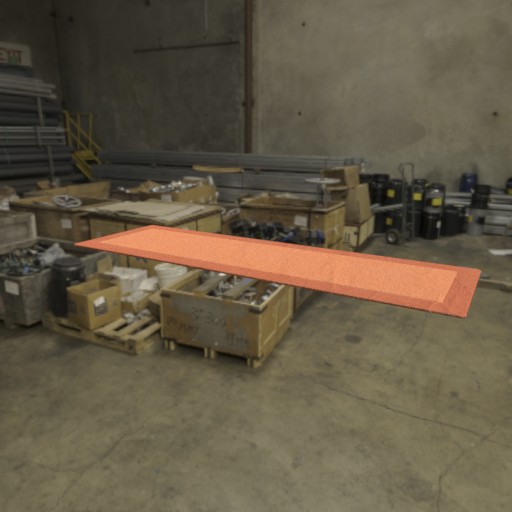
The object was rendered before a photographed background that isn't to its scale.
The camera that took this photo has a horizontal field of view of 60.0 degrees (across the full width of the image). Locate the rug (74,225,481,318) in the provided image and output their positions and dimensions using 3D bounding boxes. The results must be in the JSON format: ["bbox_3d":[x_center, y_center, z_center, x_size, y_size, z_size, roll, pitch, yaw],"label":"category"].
[{"bbox_3d":[0.000,0.000,2.713,2.471,0.013,0.914,8,17,26],"label":"rug"}]
